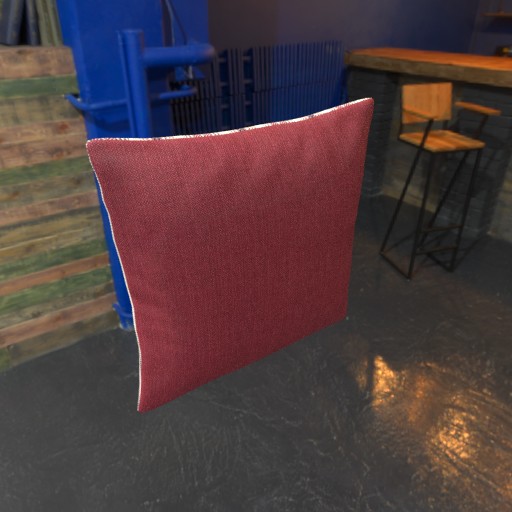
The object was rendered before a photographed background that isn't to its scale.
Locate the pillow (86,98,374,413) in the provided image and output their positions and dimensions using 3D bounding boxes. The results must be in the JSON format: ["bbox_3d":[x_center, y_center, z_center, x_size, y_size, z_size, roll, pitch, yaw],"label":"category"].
[{"bbox_3d":[0.000,0.000,0.798,0.513,0.497,0.166,-19,35,-29],"label":"pillow"}]
